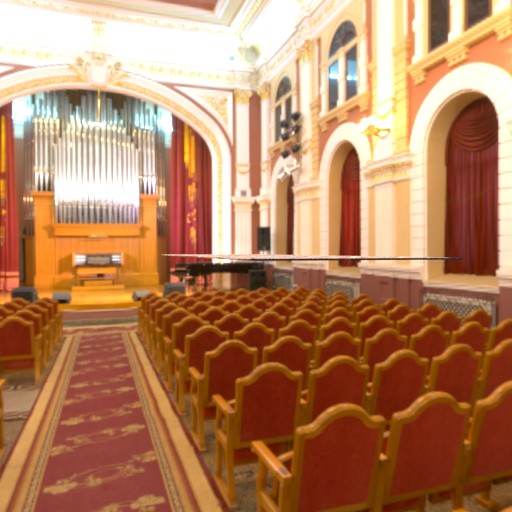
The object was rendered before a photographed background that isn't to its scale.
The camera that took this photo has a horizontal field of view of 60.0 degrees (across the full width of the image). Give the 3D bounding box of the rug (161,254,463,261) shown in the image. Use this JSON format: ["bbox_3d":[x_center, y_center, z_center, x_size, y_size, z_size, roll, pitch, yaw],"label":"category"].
[{"bbox_3d":[0.000,0.000,2.627,0.832,0.008,2.362,0,1,-19],"label":"rug"}]
